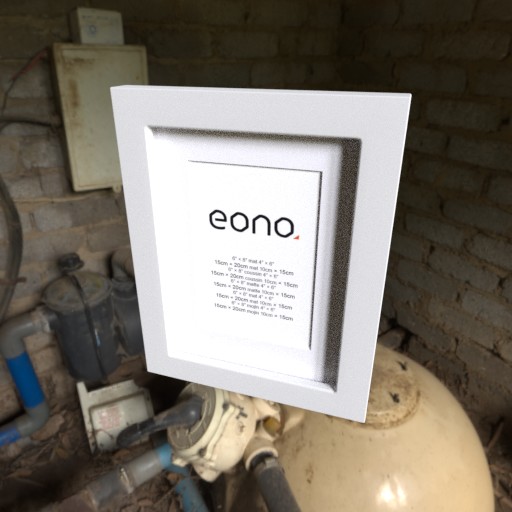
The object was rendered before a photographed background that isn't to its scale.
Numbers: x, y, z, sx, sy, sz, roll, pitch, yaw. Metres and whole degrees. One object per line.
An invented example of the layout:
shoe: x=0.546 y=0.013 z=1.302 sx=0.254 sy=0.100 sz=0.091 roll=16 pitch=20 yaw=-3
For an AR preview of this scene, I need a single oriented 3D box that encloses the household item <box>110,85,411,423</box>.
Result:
household item: x=0.000 y=0.000 z=0.352 sx=0.200 sy=0.250 sz=0.045 roll=8 pitch=27 yaw=17
